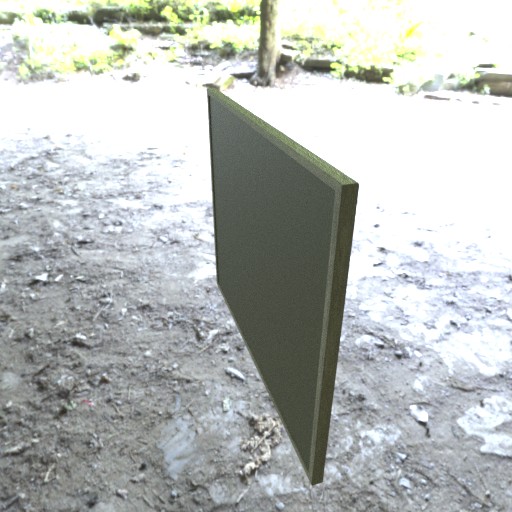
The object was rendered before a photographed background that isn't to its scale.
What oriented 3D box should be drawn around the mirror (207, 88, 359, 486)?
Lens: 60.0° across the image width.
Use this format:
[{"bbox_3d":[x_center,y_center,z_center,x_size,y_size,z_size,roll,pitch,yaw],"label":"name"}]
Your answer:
[{"bbox_3d":[0.000,0.000,1.135,0.028,0.689,0.839,-9,31,-16],"label":"mirror"}]
